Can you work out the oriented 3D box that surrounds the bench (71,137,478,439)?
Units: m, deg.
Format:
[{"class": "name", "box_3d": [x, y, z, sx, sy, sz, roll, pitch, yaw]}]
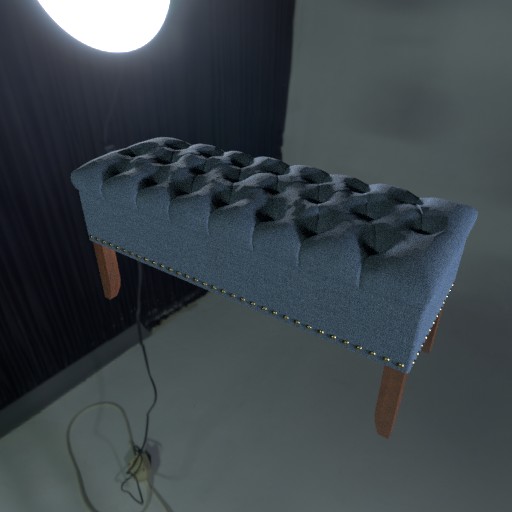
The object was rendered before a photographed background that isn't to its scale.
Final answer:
[{"class": "bench", "box_3d": [0.000, 0.000, 1.303, 1.052, 0.492, 0.417, 19, 37, 28]}]
